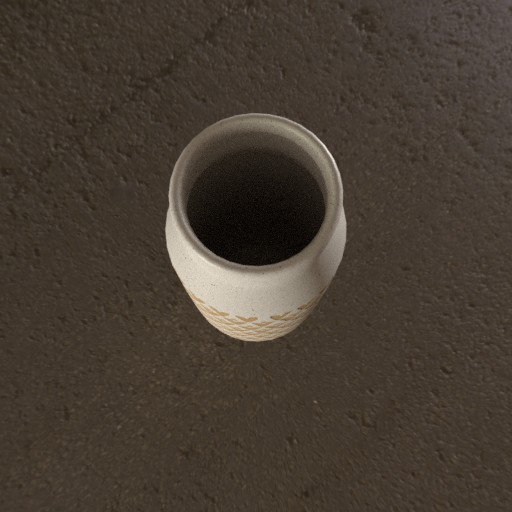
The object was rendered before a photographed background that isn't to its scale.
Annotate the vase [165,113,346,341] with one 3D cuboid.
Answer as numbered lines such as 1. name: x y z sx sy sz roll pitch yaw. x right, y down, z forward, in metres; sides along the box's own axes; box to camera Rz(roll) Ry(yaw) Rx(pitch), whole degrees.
1. vase: 0.000 0.000 0.377 0.137 0.307 0.137 0 77 0
